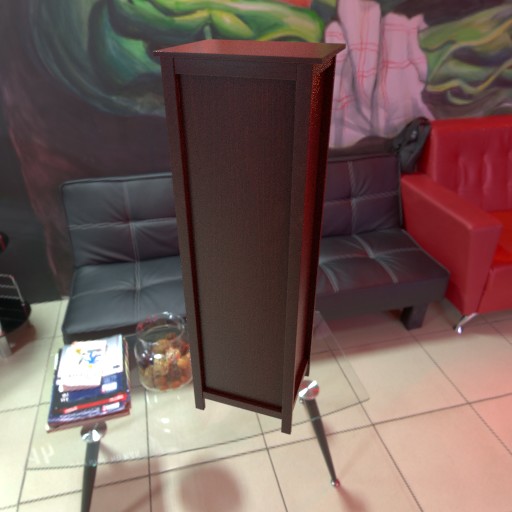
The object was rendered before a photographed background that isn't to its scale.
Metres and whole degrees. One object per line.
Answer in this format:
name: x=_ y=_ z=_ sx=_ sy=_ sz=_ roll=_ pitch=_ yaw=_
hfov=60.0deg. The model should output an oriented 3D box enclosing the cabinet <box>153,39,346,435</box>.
cabinet: x=0.000 y=0.000 z=1.772 sx=0.500 sy=1.518 sz=0.401 roll=10 pitch=32 yaw=16
